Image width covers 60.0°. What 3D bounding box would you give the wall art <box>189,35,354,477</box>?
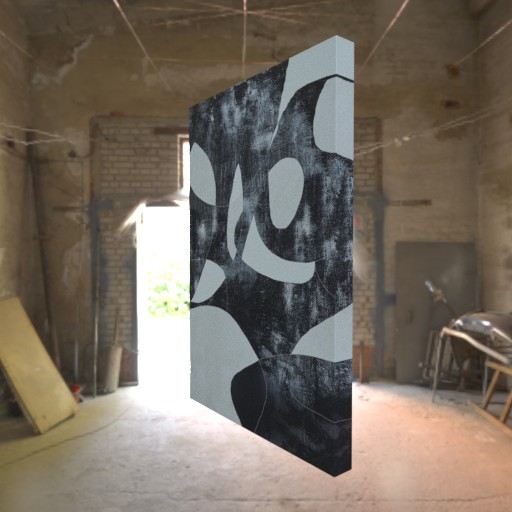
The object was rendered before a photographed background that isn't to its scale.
[{"bbox_3d":[0.000,0.000,0.782,0.039,0.610,0.407,-1,2,-38],"label":"wall art"}]
